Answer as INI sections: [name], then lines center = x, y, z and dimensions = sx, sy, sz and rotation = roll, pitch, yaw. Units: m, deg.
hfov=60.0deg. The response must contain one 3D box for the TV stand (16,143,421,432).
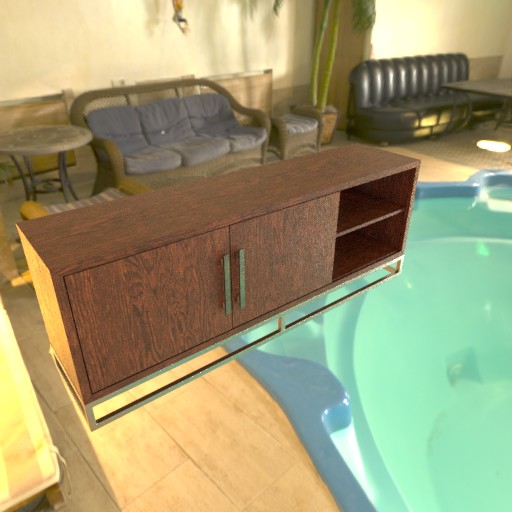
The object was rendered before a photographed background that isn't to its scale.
[TV stand]
center = 0.000, 0.000, 1.757
dimensions = 1.541, 0.578, 0.382
rotation = -20, 35, -32
